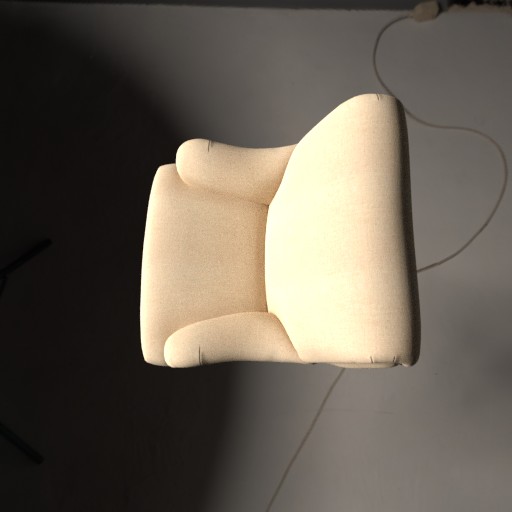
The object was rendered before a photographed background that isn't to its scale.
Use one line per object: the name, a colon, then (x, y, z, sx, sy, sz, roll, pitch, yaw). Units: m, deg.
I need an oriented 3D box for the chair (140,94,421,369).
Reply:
chair: (0.000, 0.000, 1.558, 0.842, 0.944, 0.766, 1, 77, 0)
